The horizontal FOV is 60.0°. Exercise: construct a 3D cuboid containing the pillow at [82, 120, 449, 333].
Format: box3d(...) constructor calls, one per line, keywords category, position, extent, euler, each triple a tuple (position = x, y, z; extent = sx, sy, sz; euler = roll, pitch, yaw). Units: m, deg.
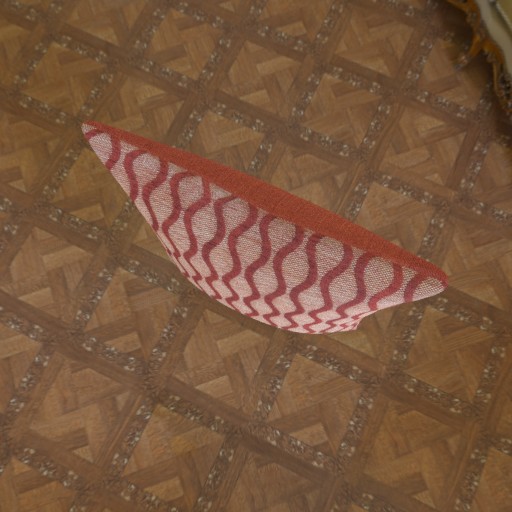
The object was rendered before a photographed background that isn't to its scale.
box3d(category="pillow", position=(0.000, 0.000, 0.670), extent=(0.429, 0.434, 0.159), euler=(23, 77, 6))
